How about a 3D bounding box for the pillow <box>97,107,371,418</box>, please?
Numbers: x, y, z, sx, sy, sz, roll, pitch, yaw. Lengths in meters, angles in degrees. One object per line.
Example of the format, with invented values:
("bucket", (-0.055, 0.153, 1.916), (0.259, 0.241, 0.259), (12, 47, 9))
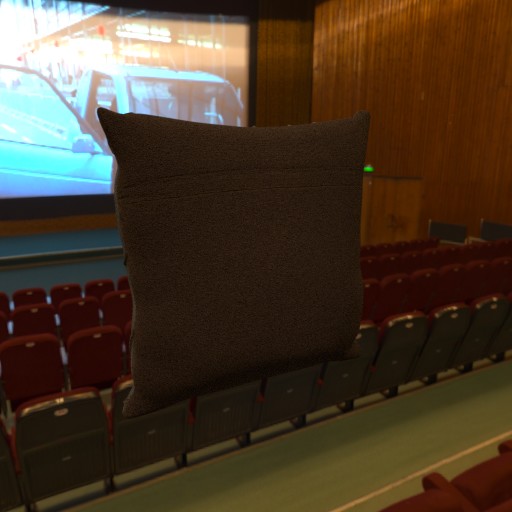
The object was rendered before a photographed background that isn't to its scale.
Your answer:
("pillow", (0.000, 0.000, 0.688), (0.439, 0.440, 0.183), (-8, 17, -27))
